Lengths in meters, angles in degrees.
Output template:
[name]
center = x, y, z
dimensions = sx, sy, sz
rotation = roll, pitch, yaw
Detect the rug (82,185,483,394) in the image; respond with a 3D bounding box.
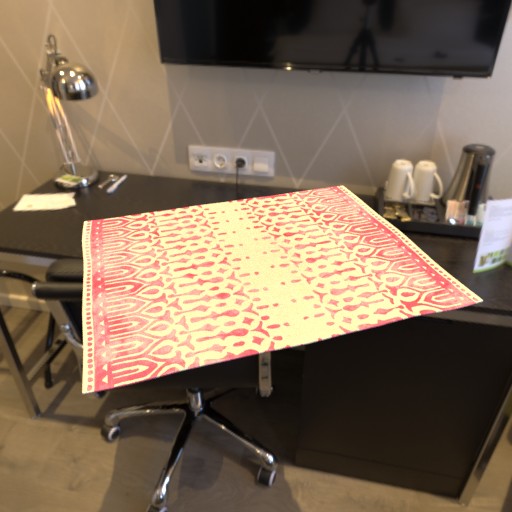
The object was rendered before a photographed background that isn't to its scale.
[rug]
center = 0.000, 0.000, 4.135
dimensions = 3.095, 0.016, 2.441
rotation = -10, 34, -15
